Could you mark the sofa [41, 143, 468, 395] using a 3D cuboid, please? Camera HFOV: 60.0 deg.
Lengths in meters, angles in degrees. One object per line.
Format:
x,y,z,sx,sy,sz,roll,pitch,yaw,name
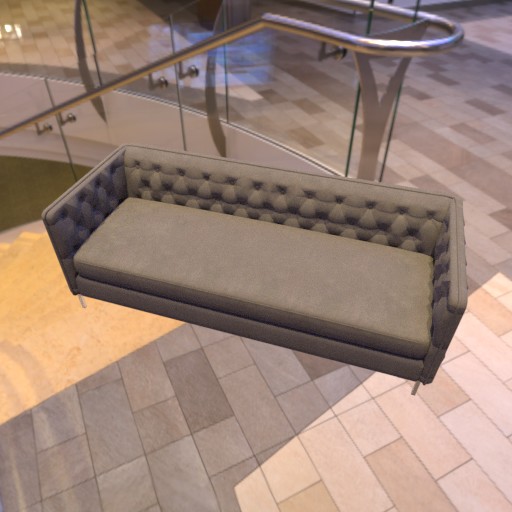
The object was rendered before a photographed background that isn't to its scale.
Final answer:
0.000,0.000,2.670,2.209,0.771,0.895,12,42,13,sofa
